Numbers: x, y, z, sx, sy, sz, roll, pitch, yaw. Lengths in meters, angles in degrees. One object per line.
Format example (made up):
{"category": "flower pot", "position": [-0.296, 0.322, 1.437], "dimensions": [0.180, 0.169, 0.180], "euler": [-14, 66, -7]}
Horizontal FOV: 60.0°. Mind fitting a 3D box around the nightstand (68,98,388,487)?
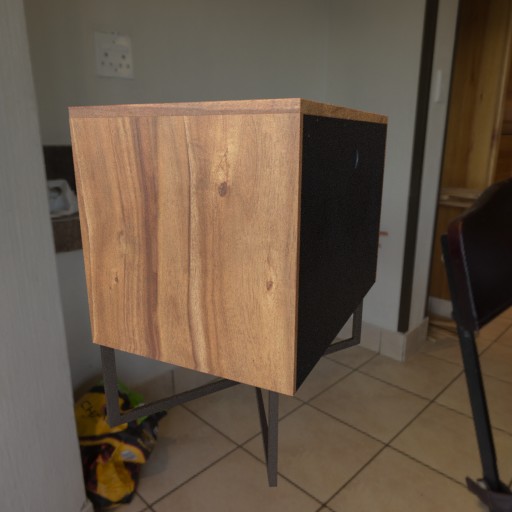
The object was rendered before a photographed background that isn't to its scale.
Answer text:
{"category": "nightstand", "position": [0.000, 0.000, 0.998], "dimensions": [0.427, 0.615, 0.613], "euler": [7, 17, 25]}
